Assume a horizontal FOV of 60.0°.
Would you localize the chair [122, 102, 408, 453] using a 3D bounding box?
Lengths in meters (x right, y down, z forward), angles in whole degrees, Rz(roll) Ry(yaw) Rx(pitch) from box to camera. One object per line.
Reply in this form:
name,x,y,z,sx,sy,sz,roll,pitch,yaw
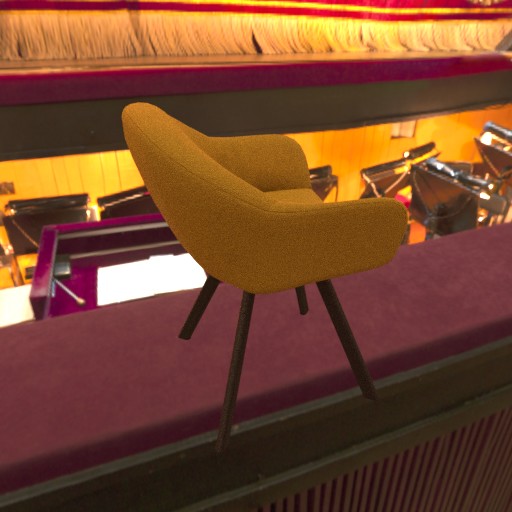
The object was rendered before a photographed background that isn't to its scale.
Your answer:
chair,0.000,0.000,1.141,0.565,0.775,0.545,-10,31,-18
